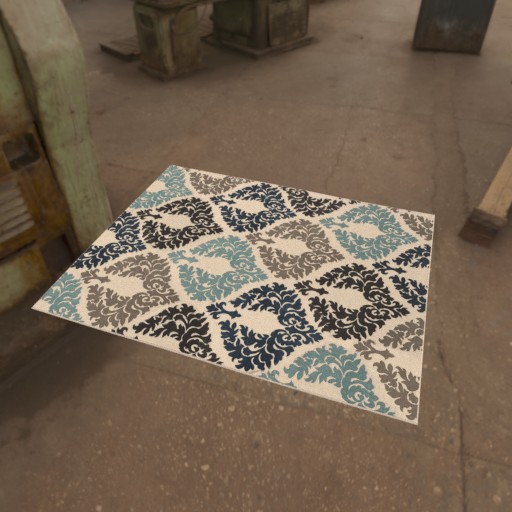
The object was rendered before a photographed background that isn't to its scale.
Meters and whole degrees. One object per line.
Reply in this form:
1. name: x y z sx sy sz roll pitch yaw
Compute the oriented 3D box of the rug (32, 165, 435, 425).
1. rug: 0.000 0.000 4.071 3.040 0.014 2.423 13 43 14
